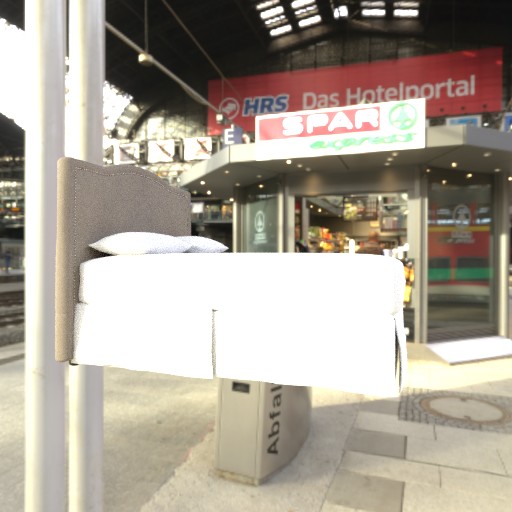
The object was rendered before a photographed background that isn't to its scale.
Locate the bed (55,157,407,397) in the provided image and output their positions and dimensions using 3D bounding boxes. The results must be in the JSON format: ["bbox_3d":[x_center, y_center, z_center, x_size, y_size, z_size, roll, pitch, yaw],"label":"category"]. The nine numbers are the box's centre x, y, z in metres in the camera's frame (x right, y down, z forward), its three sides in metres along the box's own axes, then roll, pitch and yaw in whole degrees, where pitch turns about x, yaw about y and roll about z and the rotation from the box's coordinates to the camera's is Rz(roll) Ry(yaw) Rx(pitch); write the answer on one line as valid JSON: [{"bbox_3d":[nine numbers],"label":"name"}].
[{"bbox_3d":[0.000,0.000,3.292,2.128,1.441,1.744,0,0,19],"label":"bed"}]
